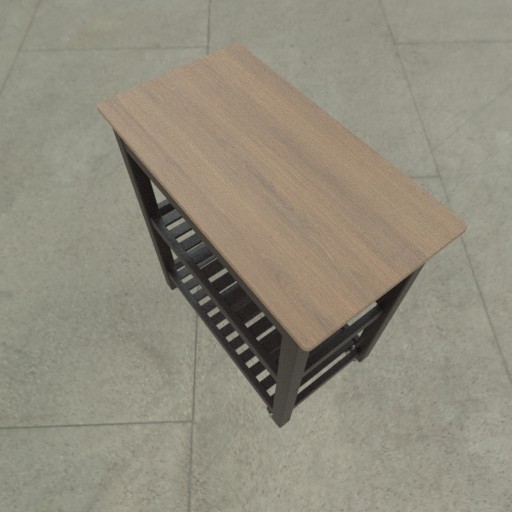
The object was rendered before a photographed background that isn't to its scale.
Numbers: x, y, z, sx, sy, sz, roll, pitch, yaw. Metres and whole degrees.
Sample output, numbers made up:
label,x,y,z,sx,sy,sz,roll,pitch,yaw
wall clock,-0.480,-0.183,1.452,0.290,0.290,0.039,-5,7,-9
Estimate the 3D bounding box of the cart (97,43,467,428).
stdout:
label,x,y,z,sx,sy,sz,roll,pitch,yaw
cart,0.000,0.000,1.447,0.457,0.927,0.899,-33,63,-19
